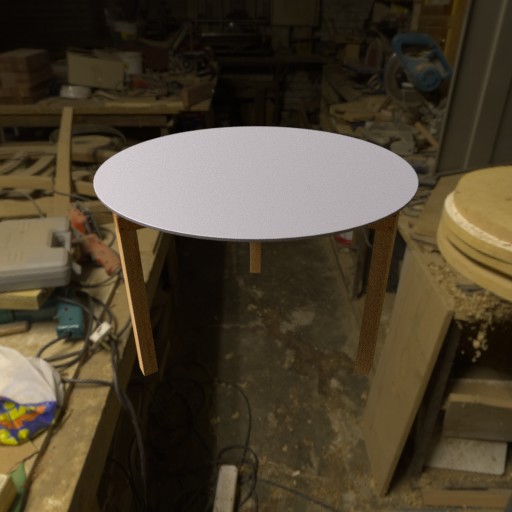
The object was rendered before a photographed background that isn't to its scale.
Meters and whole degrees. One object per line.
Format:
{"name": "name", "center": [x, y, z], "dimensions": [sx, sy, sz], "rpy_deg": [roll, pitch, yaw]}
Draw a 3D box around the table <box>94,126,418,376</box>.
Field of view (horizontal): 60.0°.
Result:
{"name": "table", "center": [0.000, 0.000, 0.960], "dimensions": [0.600, 0.405, 0.600], "rpy_deg": [0, 30, 0]}
